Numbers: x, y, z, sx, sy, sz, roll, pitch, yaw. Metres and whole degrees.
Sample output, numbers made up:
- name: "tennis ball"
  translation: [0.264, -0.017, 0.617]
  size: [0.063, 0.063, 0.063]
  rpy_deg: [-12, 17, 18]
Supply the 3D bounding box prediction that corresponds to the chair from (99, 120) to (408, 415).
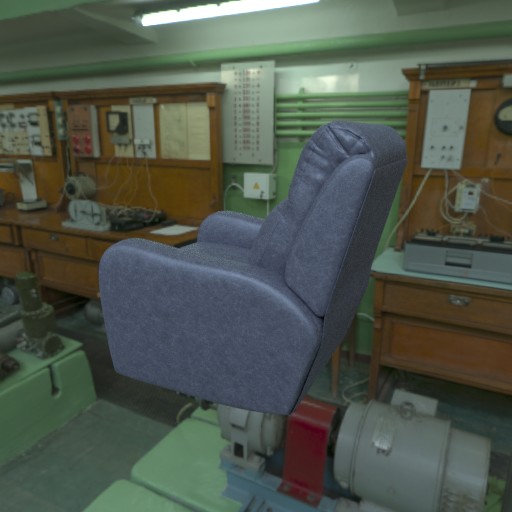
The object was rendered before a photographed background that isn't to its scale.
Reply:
- name: "chair"
  translation: [0.000, 0.000, 1.856]
  size: [1.067, 1.067, 0.865]
  rpy_deg: [8, 17, 25]
